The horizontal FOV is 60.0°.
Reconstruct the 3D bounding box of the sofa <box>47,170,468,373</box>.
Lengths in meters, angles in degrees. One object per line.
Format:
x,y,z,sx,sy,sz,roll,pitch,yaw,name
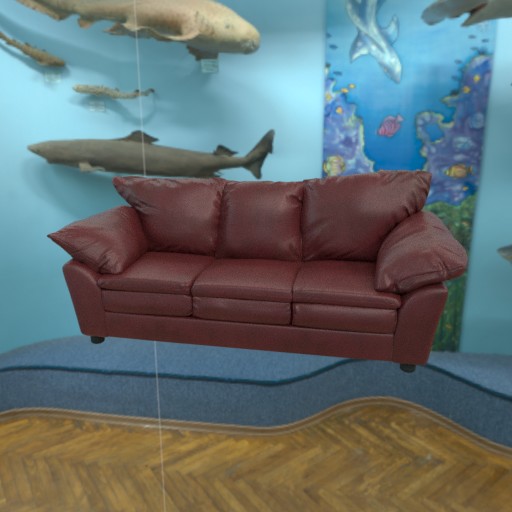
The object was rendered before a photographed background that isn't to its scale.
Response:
0.000,0.000,2.880,2.390,1.091,0.907,3,14,11,sofa
